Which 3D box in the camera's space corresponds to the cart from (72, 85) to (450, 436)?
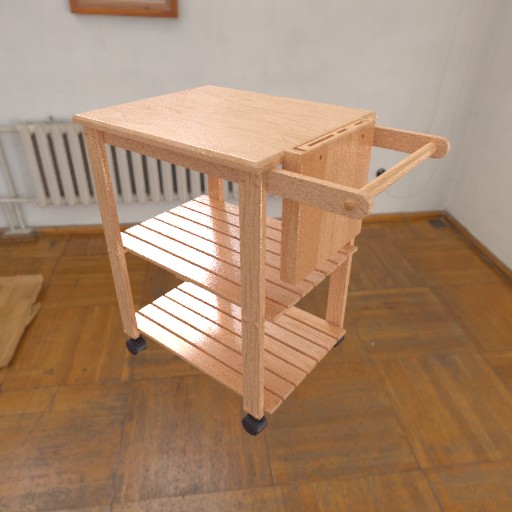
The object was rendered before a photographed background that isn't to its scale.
[{"bbox_3d":[0.000,0.000,1.319,0.843,0.816,0.520,22,38,32],"label":"cart"}]
